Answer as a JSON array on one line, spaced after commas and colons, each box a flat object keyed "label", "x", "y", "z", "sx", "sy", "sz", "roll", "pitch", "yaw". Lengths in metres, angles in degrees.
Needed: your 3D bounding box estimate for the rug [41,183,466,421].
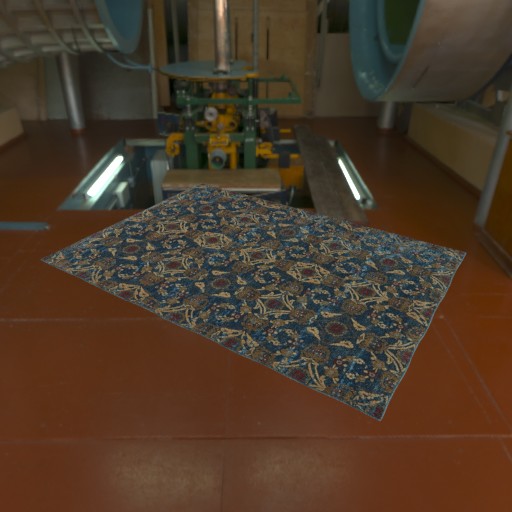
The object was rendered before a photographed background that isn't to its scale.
[{"label": "rug", "x": 0.000, "y": 0.000, "z": 4.196, "sx": 3.291, "sy": 0.013, "sz": 2.337, "roll": 19, "pitch": 35, "yaw": 28}]
